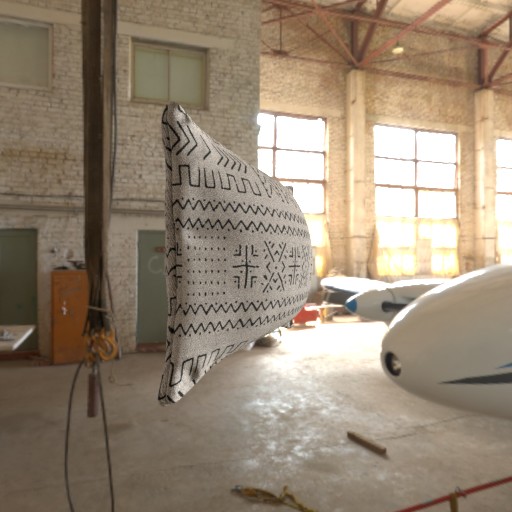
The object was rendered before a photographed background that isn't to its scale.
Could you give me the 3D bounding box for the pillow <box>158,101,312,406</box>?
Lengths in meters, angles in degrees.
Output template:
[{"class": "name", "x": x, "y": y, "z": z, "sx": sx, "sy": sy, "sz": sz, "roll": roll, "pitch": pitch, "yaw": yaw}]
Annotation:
[{"class": "pillow", "x": 0.000, "y": 0.000, "z": 0.801, "sx": 0.188, "sy": 0.352, "sz": 0.637, "roll": 0, "pitch": -1, "yaw": 17}]
